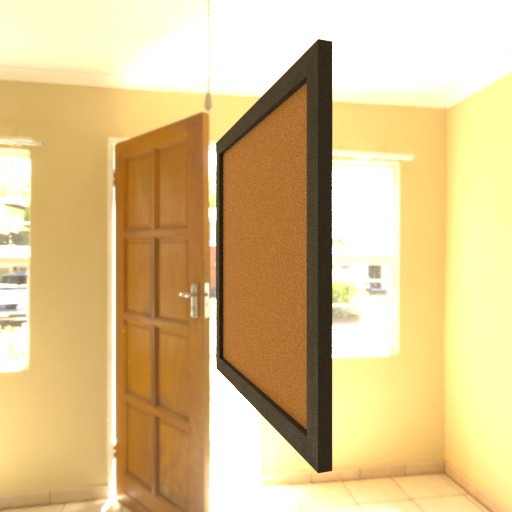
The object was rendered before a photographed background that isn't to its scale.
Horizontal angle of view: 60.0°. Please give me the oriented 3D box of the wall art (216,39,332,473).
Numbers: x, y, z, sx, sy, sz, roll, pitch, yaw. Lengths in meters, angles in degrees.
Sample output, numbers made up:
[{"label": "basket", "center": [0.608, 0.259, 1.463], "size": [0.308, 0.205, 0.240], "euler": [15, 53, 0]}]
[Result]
[{"label": "wall art", "center": [0.000, 0.000, 1.522], "size": [0.038, 1.016, 1.016], "euler": [0, 0, -19]}]
